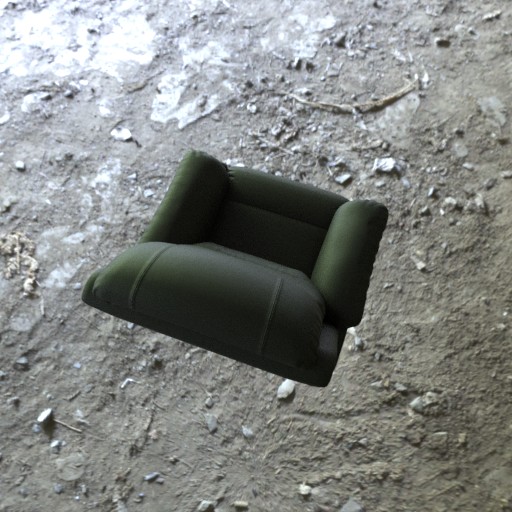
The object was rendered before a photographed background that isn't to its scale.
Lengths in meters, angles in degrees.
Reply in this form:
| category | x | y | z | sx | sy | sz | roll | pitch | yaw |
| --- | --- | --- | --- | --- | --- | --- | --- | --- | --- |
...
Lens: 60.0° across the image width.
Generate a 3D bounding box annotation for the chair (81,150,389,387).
| category | x | y | z | sx | sy | sz | roll | pitch | yaw |
| --- | --- | --- | --- | --- | --- | --- | --- | --- | --- |
| chair | 0.000 | 0.000 | 1.652 | 0.855 | 0.992 | 0.919 | 18 | 65 | 9 |
